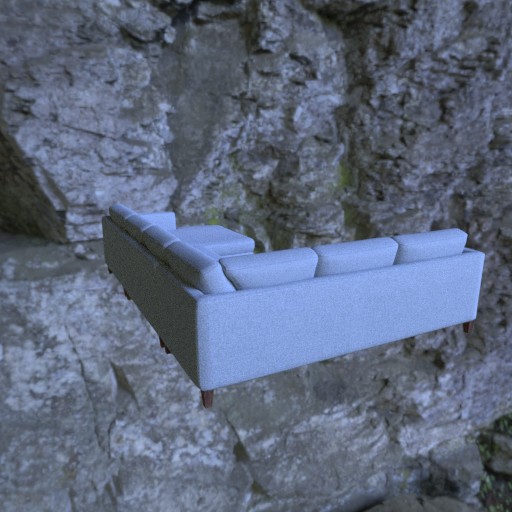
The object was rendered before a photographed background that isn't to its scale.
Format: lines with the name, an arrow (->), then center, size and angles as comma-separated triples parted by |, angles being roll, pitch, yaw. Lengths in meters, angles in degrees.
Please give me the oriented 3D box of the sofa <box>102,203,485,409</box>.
sofa -> 0.000, 0.000, 4.579 | 2.551, 0.889, 3.403 | -7, 16, -27
